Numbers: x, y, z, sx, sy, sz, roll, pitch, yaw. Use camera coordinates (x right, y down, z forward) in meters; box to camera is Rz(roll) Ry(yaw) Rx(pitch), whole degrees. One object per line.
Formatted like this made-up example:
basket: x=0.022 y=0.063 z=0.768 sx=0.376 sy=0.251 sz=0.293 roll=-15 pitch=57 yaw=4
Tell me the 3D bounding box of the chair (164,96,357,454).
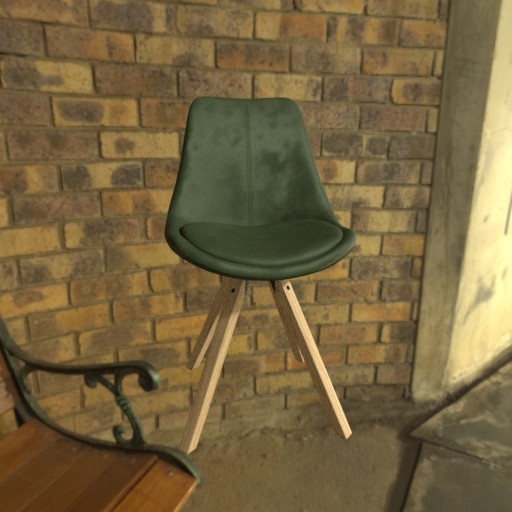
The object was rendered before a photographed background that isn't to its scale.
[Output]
chair: x=0.000 y=0.000 z=1.208 sx=0.483 sy=0.865 sz=0.547 roll=-2 pitch=15 yaw=-8
